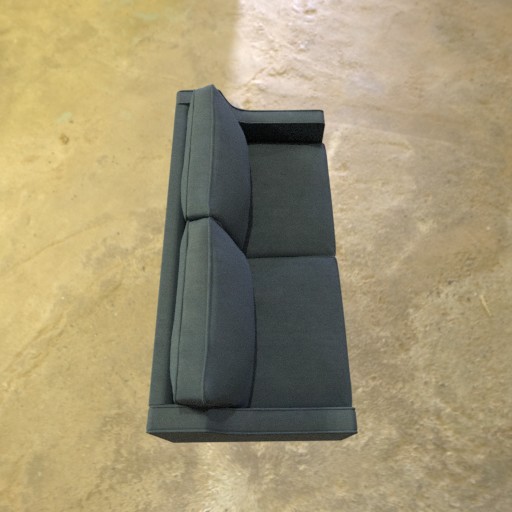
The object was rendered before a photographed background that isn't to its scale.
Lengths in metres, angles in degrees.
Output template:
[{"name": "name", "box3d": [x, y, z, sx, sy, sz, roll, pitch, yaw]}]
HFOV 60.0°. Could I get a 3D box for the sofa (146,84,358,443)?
[{"name": "sofa", "box3d": [0.000, 0.000, 2.861, 1.066, 1.071, 2.178, -1, 64, 0]}]
